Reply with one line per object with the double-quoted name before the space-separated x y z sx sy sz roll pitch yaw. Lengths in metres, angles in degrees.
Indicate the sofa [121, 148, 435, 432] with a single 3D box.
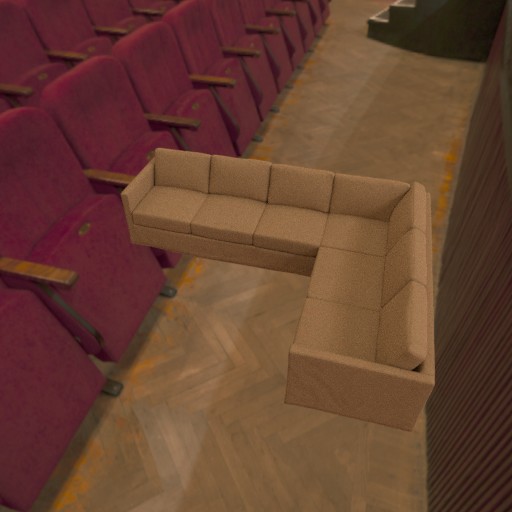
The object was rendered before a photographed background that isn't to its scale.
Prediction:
"sofa" 0.000 0.000 4.320 3.182 0.871 2.432 11 43 12
